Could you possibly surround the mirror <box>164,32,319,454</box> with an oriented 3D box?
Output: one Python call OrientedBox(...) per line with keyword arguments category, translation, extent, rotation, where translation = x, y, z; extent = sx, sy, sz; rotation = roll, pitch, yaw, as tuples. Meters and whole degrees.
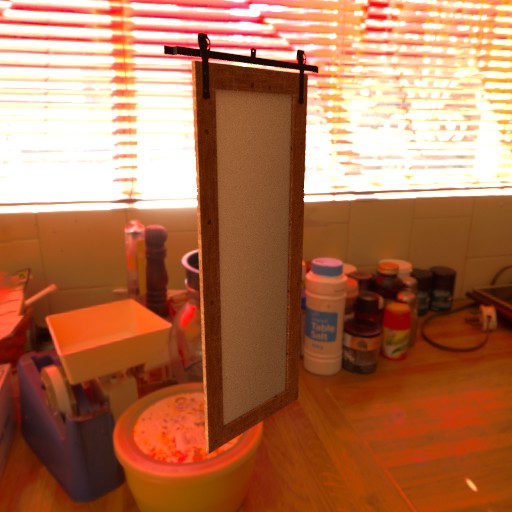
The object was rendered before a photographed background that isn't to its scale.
OrientedBox(category="mirror", translation=(0.000, 0.000, 2.035), extent=(0.847, 1.793, 0.042), rotation=(-15, 22, -42))
